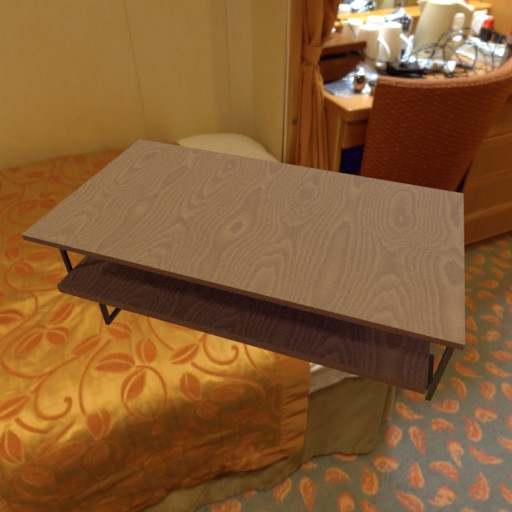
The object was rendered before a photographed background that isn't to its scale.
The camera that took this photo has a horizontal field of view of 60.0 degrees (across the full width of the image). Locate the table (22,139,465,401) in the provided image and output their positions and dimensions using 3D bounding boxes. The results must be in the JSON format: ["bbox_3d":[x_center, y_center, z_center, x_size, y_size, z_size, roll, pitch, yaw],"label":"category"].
[{"bbox_3d":[0.000,0.000,1.464,1.197,0.347,0.651,13,42,15],"label":"table"}]
